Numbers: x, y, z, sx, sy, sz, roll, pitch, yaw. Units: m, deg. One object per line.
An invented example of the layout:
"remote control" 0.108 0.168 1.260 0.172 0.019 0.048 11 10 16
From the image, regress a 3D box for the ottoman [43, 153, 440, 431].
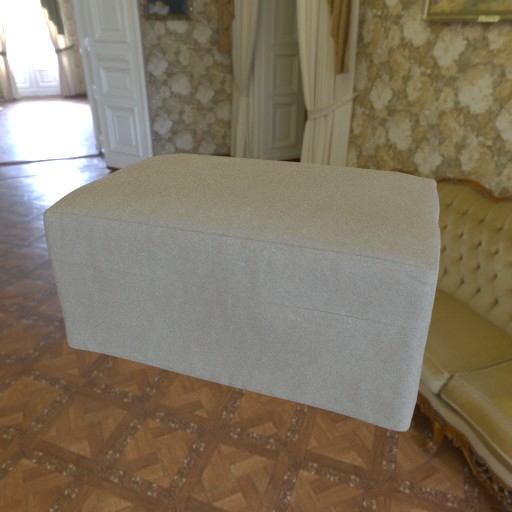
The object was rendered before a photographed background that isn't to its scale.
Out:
"ottoman" 0.000 0.000 1.173 0.872 0.444 0.590 9 28 17
